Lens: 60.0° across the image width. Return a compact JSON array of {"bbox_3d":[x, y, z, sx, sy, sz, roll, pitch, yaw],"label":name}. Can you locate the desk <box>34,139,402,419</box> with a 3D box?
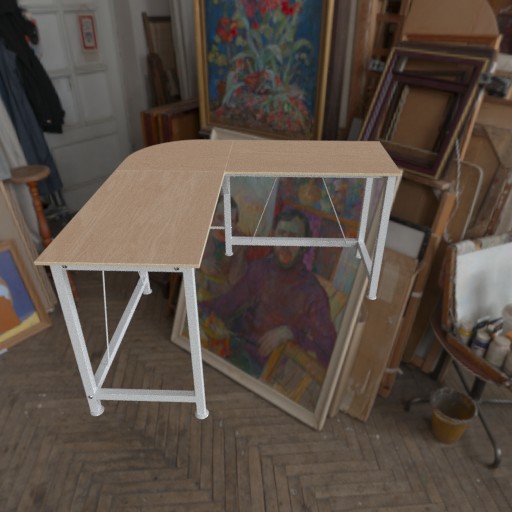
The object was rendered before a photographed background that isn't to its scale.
[{"bbox_3d":[0.000,0.000,2.220,1.400,0.762,1.400,1,31,2],"label":"desk"}]
